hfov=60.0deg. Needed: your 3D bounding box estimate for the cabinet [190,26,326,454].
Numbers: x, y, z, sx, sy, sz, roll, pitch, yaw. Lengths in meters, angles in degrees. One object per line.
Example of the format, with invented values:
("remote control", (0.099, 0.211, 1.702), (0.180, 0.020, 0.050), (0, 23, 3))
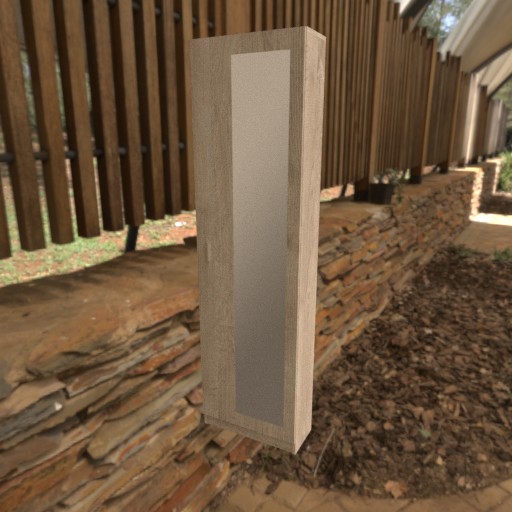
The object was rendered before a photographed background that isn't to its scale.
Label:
("cabinet", (0.000, 0.000, 1.991), (0.500, 1.790, 0.230), (8, 17, 27))
